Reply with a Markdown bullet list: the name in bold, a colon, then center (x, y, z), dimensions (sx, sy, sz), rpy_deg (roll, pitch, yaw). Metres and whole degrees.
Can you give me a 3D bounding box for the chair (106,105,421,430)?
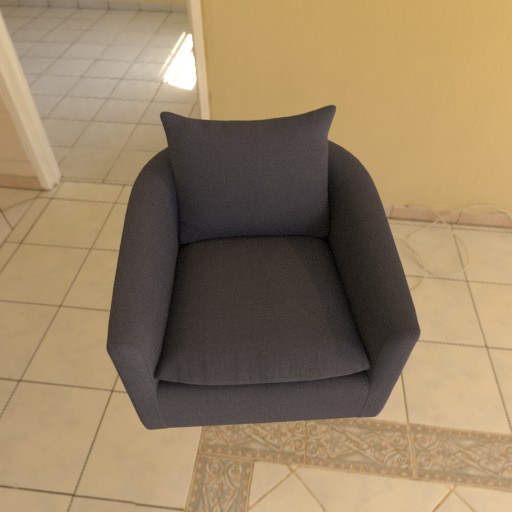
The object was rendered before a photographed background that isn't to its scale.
- **chair**: center (0.000, 0.000, 1.564), dimensions (0.845, 0.848, 0.910), rpy_deg (-2, 46, -2)
